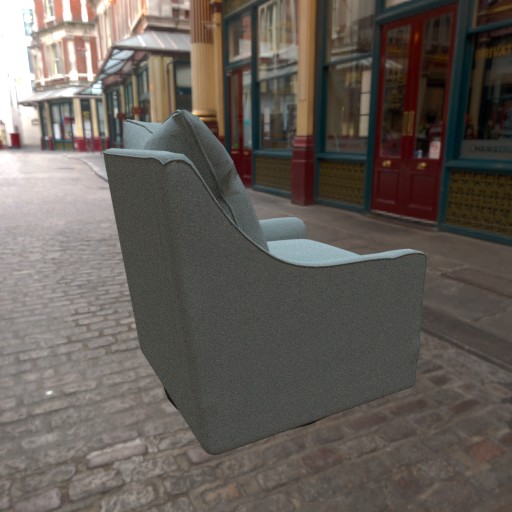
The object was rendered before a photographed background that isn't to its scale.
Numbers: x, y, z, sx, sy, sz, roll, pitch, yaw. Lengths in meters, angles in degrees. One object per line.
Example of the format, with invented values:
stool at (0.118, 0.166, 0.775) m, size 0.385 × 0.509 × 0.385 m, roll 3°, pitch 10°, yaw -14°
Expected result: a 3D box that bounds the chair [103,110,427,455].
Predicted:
chair at (0.000, 0.000, 1.559) m, size 0.870 × 0.926 × 0.760 m, roll -8°, pitch 16°, yaw -27°
